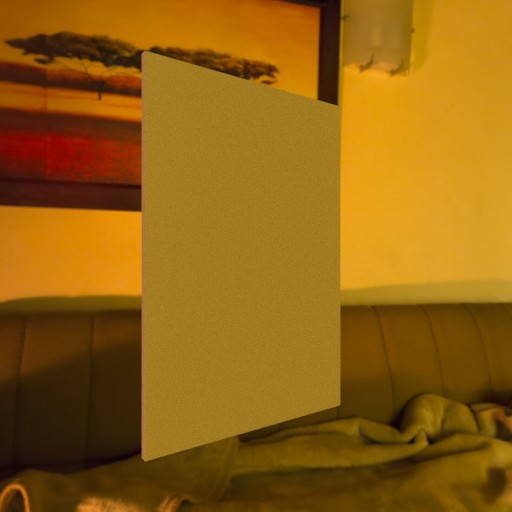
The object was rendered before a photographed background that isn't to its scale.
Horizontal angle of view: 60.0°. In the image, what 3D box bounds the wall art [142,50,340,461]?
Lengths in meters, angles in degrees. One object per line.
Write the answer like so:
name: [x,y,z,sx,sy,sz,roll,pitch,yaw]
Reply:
wall art: [0.000,0.000,0.612,0.325,0.474,0.010,0,0,-36]
